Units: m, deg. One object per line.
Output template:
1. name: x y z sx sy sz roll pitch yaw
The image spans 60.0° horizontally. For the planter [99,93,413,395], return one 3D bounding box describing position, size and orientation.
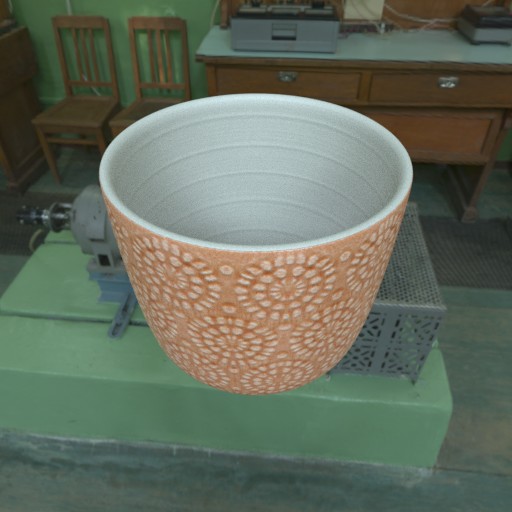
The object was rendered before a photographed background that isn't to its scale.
1. planter: 0.000 0.000 0.364 0.208 0.190 0.208 0 41 0
